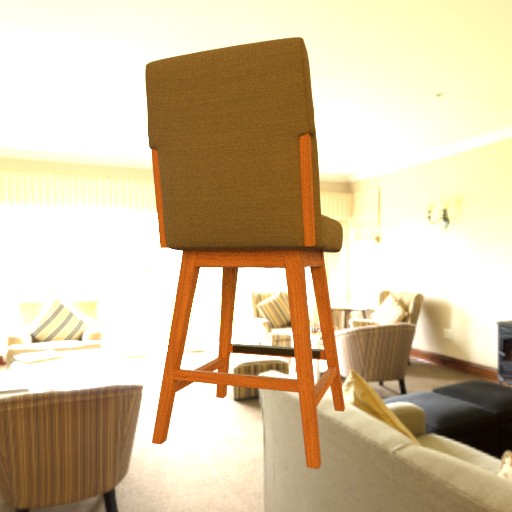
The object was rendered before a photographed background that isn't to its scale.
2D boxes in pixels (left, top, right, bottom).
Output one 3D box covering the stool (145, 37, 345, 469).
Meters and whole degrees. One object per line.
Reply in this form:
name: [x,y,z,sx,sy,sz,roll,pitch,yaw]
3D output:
stool: [0.000,0.000,1.325,0.459,1.019,0.570,0,-1,19]
